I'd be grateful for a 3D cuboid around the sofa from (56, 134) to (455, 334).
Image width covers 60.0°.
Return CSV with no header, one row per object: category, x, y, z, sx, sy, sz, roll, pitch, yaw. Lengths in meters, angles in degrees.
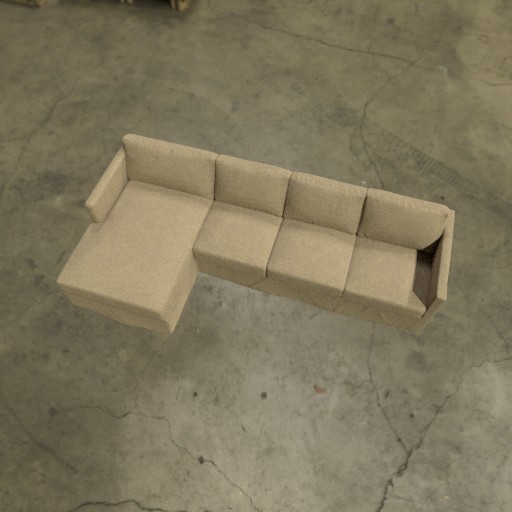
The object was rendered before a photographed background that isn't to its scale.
sofa,0.000,0.000,3.988,3.198,0.920,1.638,15,60,9
